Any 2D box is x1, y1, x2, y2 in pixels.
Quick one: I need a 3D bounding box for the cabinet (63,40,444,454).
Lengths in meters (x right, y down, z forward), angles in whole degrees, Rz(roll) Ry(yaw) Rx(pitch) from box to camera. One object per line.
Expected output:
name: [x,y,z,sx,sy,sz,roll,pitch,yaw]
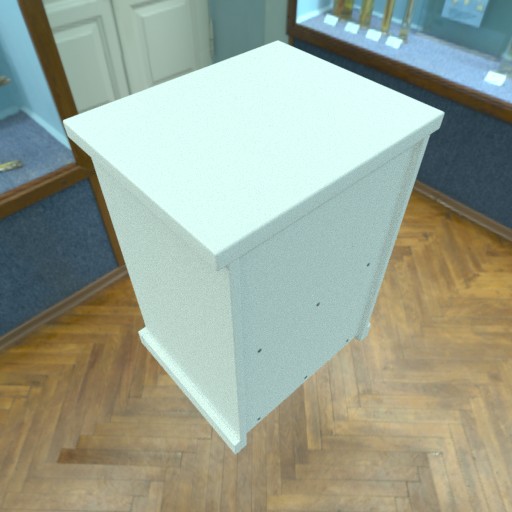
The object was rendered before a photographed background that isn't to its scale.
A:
cabinet: [0.000,0.000,1.043,0.520,0.723,0.431,-33,55,-27]
